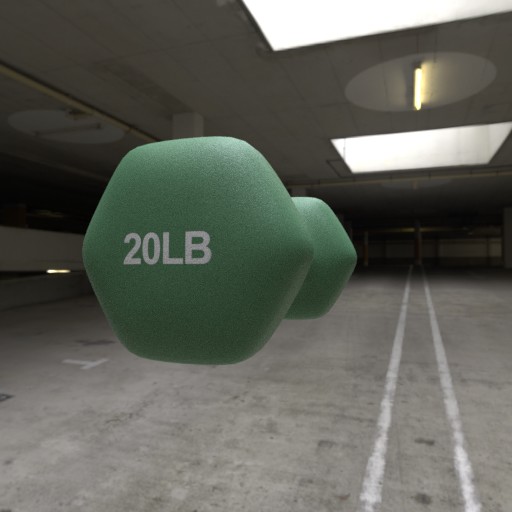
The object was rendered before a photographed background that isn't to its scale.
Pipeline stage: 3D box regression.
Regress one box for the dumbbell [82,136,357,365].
[{"bbox_3d":[0.000,0.000,0.327,0.126,0.114,0.257,-1,-2,20],"label":"dumbbell"}]
